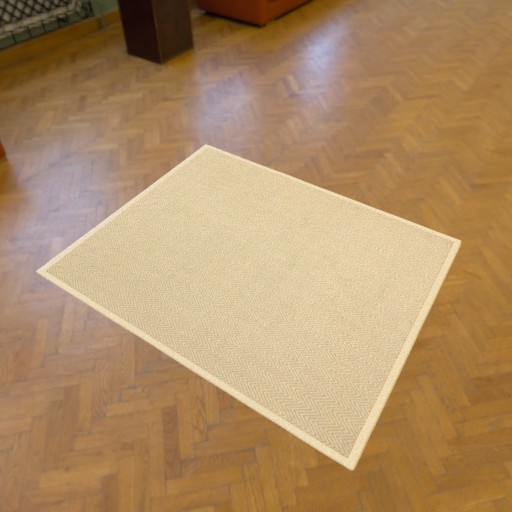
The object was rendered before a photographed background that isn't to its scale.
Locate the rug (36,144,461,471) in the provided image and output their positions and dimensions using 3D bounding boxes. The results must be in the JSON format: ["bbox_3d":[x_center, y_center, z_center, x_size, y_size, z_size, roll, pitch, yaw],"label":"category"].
[{"bbox_3d":[0.000,0.000,3.990,3.009,0.019,2.423,25,51,22],"label":"rug"}]
